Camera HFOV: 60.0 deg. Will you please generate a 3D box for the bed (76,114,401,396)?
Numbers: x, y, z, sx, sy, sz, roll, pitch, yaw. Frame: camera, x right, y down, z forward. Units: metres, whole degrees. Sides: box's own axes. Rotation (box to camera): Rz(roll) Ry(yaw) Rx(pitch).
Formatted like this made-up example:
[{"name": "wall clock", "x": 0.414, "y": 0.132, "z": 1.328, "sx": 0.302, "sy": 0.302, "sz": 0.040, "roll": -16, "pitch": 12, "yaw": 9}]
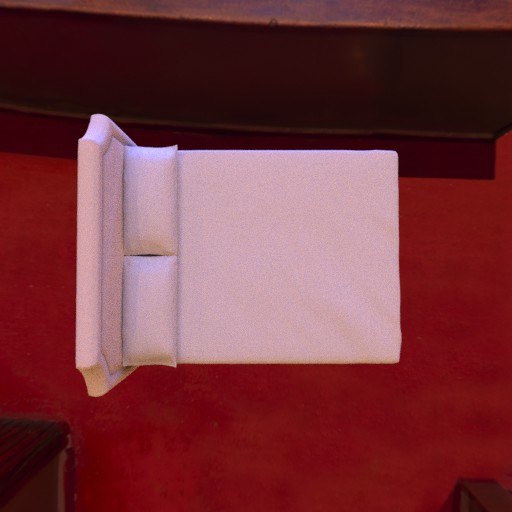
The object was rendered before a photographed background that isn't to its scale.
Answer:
[{"name": "bed", "x": 0.000, "y": 0.000, "z": 3.275, "sx": 2.164, "sy": 1.297, "sz": 1.828, "roll": 0, "pitch": 88, "yaw": 0}]
